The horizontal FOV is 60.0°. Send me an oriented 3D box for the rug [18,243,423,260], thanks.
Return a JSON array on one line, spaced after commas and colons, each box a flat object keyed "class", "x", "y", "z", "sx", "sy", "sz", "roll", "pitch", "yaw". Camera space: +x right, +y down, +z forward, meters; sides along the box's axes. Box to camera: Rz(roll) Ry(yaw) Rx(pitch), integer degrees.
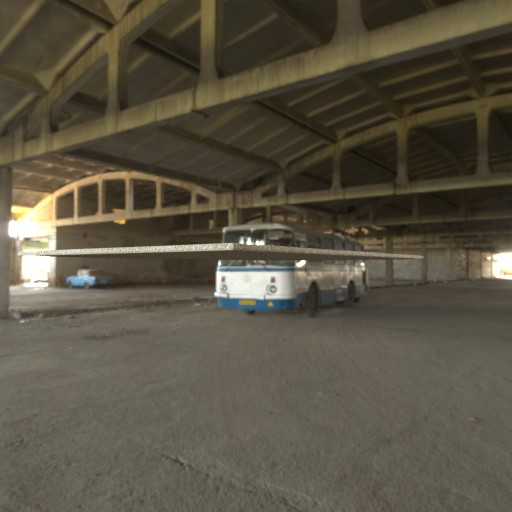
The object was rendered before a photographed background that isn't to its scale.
[{"class": "rug", "x": 0.000, "y": 0.000, "z": 2.918, "sx": 1.500, "sy": 0.025, "sz": 2.346, "roll": -1, "pitch": -2, "yaw": 36}]
